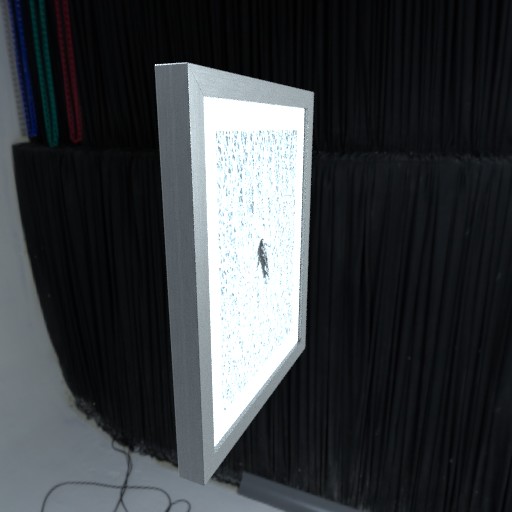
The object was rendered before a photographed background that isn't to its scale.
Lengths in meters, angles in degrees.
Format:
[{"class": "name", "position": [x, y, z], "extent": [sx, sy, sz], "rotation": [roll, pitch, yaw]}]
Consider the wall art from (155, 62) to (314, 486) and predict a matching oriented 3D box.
[{"class": "wall art", "position": [0.000, 0.000, 0.517], "extent": [0.030, 0.379, 0.308], "rotation": [7, 18, 23]}]
